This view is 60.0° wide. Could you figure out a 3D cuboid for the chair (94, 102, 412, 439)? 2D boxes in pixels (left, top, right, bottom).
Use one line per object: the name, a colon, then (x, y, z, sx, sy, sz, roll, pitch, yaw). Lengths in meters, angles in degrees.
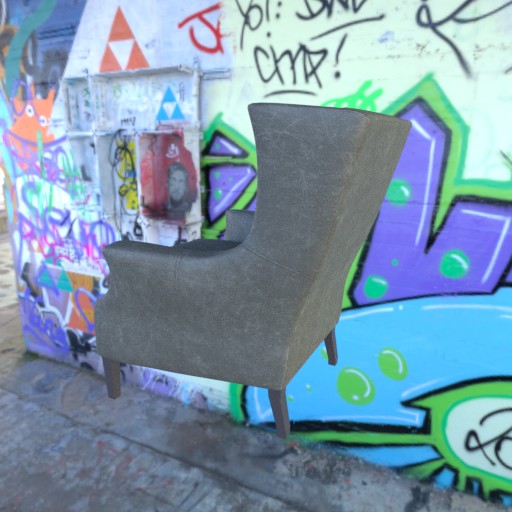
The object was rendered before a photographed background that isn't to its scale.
chair: (0.000, 0.000, 1.628, 0.926, 1.016, 0.853, 8, 17, 26)
